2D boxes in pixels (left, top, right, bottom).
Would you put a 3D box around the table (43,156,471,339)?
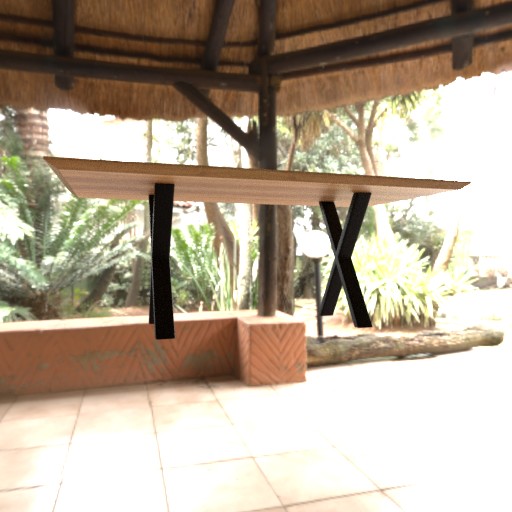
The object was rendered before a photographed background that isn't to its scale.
[{"bbox_3d":[0.000,0.000,2.456,2.000,0.770,1.000,0,0,-17],"label":"table"}]
